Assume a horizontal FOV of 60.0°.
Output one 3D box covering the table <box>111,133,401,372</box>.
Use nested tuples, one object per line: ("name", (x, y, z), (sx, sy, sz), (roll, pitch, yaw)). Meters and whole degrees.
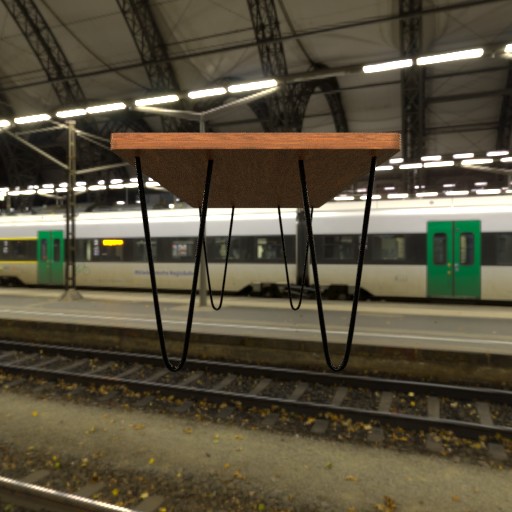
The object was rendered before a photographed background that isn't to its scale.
("table", (0.000, 0.000, 2.225), (0.883, 0.753, 1.791), (0, 1, 0))
